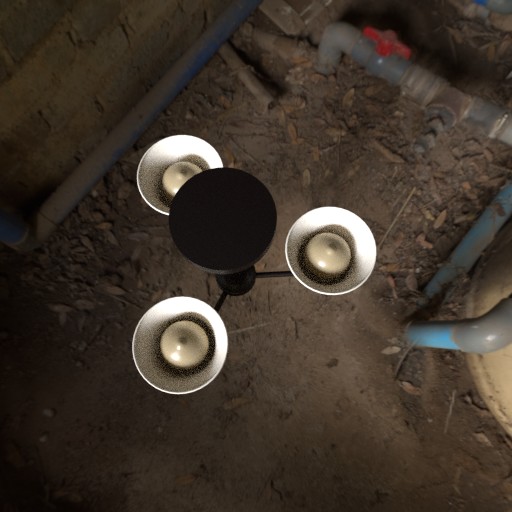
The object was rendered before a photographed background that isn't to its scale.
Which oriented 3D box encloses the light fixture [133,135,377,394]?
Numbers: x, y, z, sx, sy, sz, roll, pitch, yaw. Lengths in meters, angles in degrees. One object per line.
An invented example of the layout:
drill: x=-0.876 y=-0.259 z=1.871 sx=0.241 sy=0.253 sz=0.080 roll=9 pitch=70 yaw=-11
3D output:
light fixture: x=0.000 y=0.000 z=0.670 sx=0.354 sy=0.370 sz=0.388 roll=-2 pitch=76 yaw=-1
